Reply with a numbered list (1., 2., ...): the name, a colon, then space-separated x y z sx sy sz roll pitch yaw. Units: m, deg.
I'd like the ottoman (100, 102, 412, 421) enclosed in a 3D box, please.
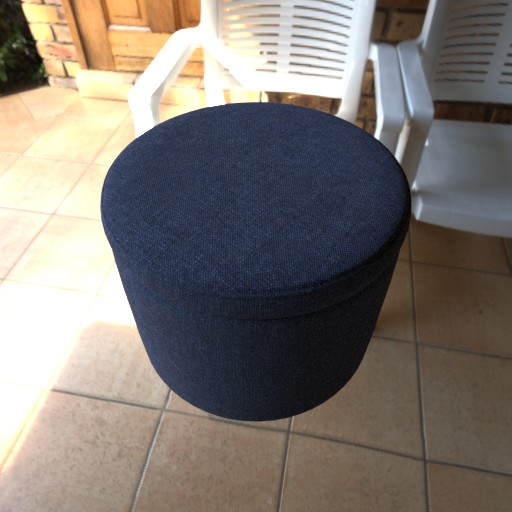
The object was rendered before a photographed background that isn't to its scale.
1. ottoman: 0.000 0.000 0.887 0.520 0.430 0.520 0 47 0
